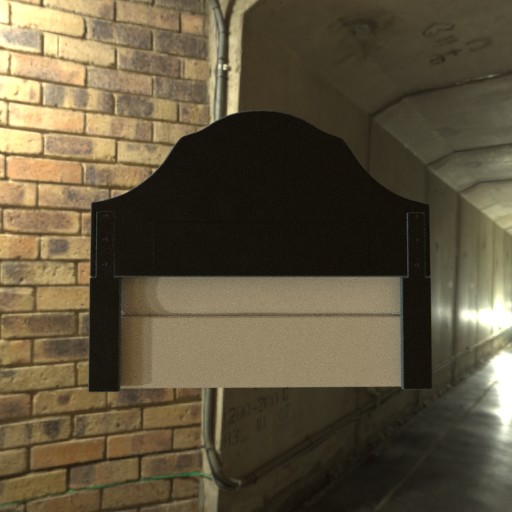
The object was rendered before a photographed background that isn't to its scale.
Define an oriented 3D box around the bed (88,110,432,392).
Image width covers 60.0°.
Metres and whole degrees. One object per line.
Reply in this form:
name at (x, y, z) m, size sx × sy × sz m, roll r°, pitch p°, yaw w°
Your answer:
bed at (0.000, 0.000, 3.773) m, size 2.039 × 1.617 × 2.477 m, roll 0°, pitch -2°, yaw -2°
